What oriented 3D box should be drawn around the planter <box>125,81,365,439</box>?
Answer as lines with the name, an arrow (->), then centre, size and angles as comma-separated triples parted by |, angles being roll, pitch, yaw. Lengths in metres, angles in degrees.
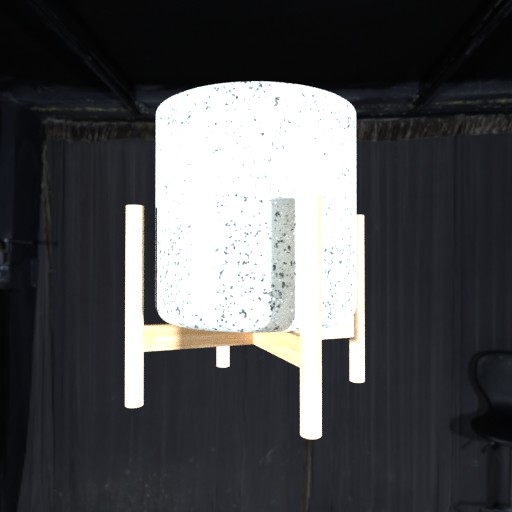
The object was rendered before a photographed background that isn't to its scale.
planter -> 0.000, 0.000, 0.685 | 0.360, 0.419, 0.360 | 0, -1, 2
